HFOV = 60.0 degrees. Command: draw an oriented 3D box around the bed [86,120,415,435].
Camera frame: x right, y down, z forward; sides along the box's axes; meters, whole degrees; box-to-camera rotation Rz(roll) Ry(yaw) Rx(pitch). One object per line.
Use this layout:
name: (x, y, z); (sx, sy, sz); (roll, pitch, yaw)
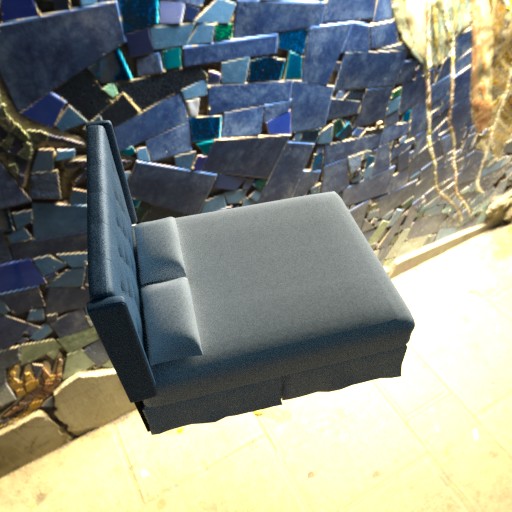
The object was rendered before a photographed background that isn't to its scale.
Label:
bed: (0.000, 0.000, 3.375); (2.078, 1.665, 1.719); (-11, 48, -10)
